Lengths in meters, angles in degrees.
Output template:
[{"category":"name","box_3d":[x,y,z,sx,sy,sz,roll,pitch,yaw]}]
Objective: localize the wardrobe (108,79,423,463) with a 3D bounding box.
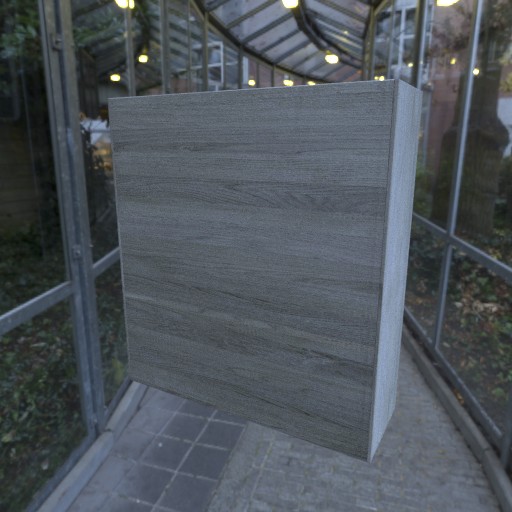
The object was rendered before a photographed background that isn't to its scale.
[{"category":"wardrobe","box_3d":[0.000,0.000,2.851,1.780,1.960,0.629,8,16,29]}]
